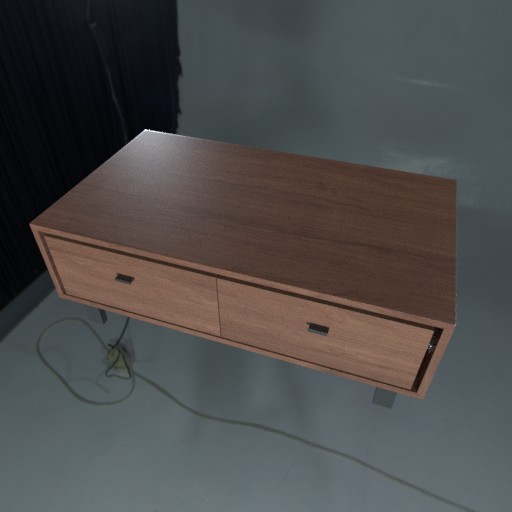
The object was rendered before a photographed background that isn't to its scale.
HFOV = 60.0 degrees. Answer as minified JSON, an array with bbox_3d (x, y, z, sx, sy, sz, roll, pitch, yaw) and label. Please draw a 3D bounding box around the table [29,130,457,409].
[{"bbox_3d":[0.000,0.000,1.316,1.020,0.380,0.600,13,42,14],"label":"table"}]
